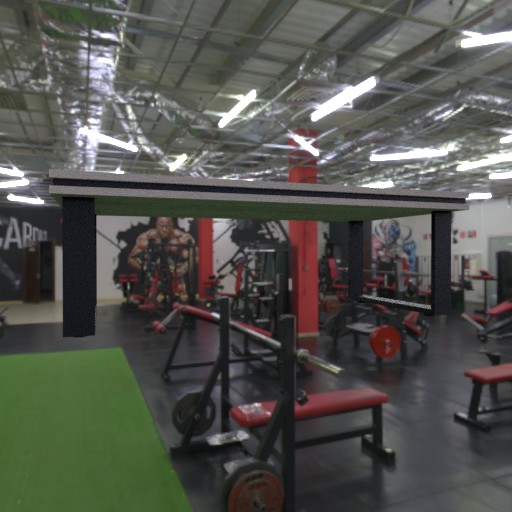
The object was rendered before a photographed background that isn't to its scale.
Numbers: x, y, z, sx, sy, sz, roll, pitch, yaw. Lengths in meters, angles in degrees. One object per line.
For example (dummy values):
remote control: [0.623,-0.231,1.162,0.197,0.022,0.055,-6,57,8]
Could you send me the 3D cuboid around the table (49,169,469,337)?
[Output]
table: [0.000,0.000,1.673,1.350,0.450,0.700,0,1,-19]
